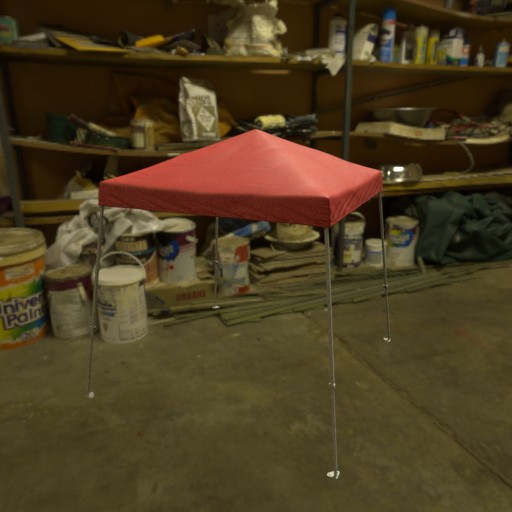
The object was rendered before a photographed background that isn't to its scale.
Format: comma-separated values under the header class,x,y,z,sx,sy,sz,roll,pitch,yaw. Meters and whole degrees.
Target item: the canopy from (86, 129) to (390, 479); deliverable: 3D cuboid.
class,x,y,z,sx,sy,sz,roll,pitch,yaw
canopy,0.000,0.000,5.182,2.848,2.849,2.849,7,18,24
